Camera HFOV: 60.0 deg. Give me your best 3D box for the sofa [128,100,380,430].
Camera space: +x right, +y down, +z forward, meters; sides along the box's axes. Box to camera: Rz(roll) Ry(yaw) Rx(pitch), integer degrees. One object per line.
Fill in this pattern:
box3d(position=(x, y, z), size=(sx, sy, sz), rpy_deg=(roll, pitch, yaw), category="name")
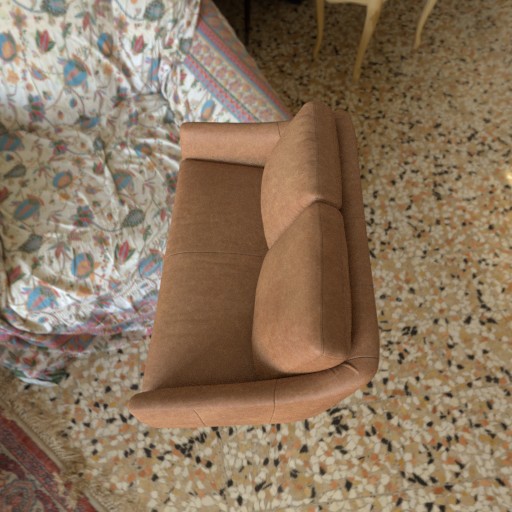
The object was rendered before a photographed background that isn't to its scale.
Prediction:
box3d(position=(0.000, 0.000, 2.224), size=(0.960, 0.902, 1.619), rpy_deg=(2, 58, 1), category="sofa")
